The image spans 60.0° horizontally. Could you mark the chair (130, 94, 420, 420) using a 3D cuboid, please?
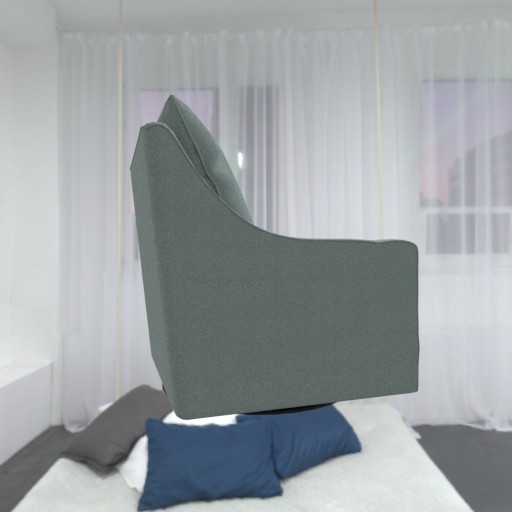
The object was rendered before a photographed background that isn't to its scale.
[{"bbox_3d":[0.000,0.000,1.643,0.870,0.926,0.760,0,1,-18],"label":"chair"}]
